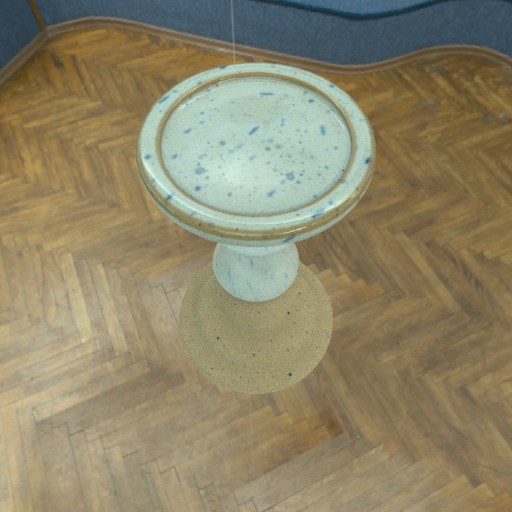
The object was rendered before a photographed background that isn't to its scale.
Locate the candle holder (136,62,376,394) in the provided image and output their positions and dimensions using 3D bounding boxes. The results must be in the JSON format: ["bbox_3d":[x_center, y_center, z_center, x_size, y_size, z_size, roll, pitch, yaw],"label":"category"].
[{"bbox_3d":[0.000,0.000,0.277,0.123,0.202,0.123,0,59,0],"label":"candle holder"}]
